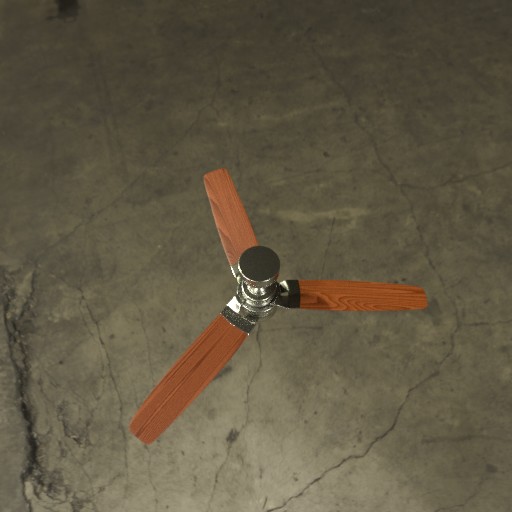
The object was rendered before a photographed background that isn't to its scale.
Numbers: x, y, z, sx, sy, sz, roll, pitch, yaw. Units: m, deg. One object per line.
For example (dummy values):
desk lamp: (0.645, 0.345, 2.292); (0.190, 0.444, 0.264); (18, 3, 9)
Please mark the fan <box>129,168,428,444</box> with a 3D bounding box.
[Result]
fan: (0.000, 0.000, 2.066); (1.416, 0.410, 1.271); (-16, 61, -9)
